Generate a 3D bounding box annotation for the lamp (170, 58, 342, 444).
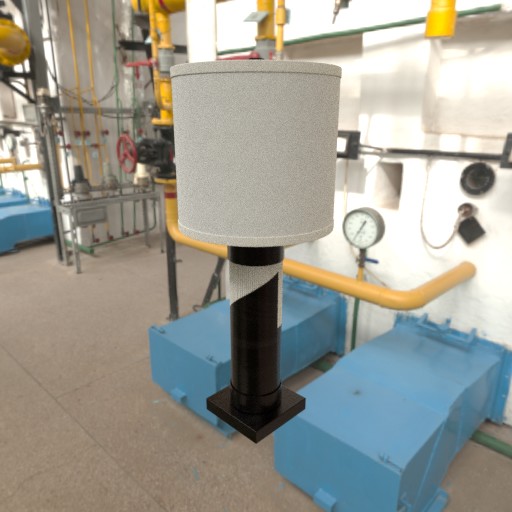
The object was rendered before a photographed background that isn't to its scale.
[{"bbox_3d":[0.000,0.000,0.624,0.211,0.509,0.211,17,24,42],"label":"lamp"}]
